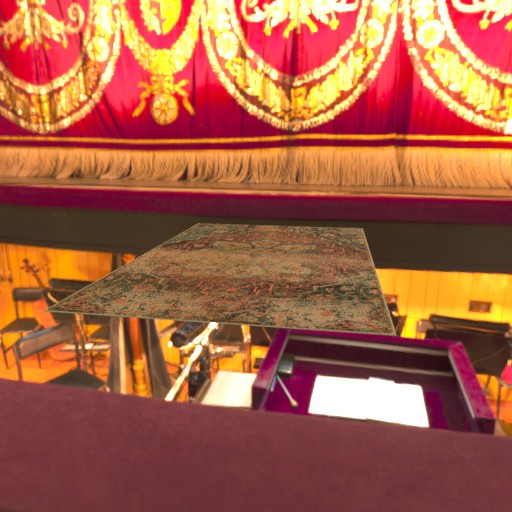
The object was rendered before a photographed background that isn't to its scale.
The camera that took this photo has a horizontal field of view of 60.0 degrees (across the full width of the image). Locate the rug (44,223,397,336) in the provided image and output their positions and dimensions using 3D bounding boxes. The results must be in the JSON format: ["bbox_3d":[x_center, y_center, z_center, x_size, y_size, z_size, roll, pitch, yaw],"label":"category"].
[{"bbox_3d":[0.000,0.000,2.970,1.566,0.004,2.363,3,14,11],"label":"rug"}]
